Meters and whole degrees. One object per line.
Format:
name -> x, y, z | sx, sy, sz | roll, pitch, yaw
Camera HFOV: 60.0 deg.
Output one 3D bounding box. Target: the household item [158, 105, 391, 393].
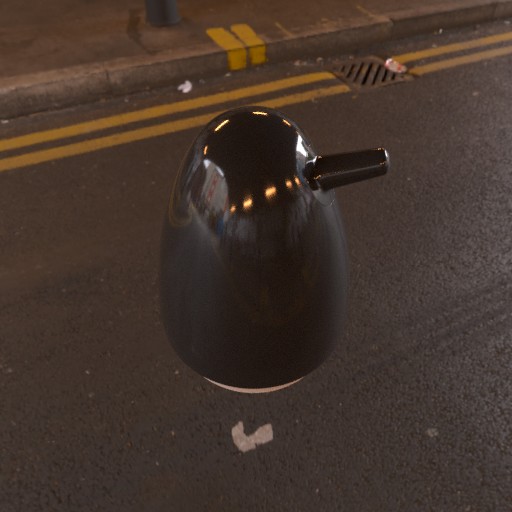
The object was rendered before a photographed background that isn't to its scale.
household item -> 0.000, 0.000, 0.220 | 0.104, 0.152, 0.102 | 10, 47, 9
